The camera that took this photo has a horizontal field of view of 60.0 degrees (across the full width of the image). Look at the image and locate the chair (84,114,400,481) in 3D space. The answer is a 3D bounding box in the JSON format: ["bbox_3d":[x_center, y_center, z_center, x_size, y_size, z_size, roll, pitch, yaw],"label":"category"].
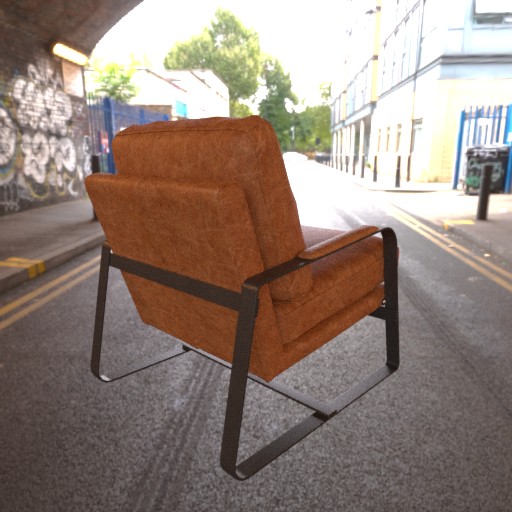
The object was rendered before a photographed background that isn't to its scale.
[{"bbox_3d":[0.000,0.000,1.351,0.651,0.777,0.801,13,18,43],"label":"chair"}]
